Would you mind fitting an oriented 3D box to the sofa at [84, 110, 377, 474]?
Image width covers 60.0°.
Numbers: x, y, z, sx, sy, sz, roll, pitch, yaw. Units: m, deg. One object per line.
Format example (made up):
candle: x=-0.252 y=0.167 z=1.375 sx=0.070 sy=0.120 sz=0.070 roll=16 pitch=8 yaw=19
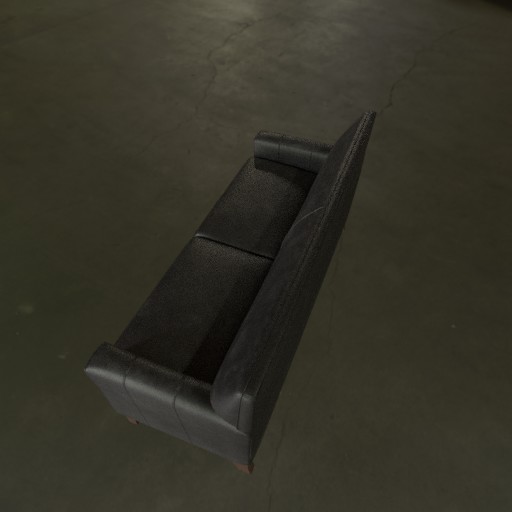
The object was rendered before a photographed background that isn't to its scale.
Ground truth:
sofa: x=0.000 y=0.000 z=2.521 sx=0.805 sy=0.947 sz=2.053 roll=16 pitch=48 yaw=15
